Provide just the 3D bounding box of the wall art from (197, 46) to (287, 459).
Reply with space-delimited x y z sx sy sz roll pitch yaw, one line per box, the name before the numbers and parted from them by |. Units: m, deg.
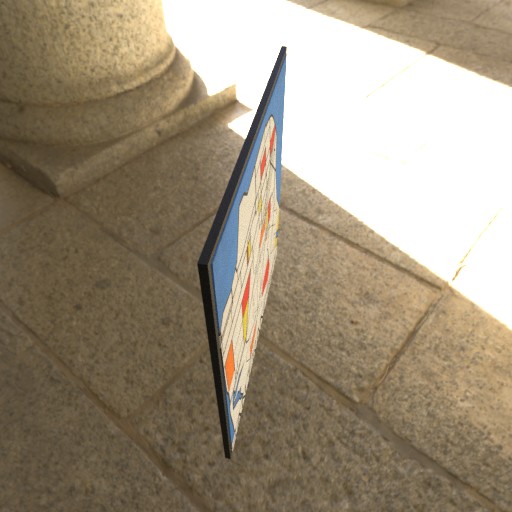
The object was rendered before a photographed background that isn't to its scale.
wall art | 0.000 0.000 0.998 0.015 0.663 0.664 8 47 8
